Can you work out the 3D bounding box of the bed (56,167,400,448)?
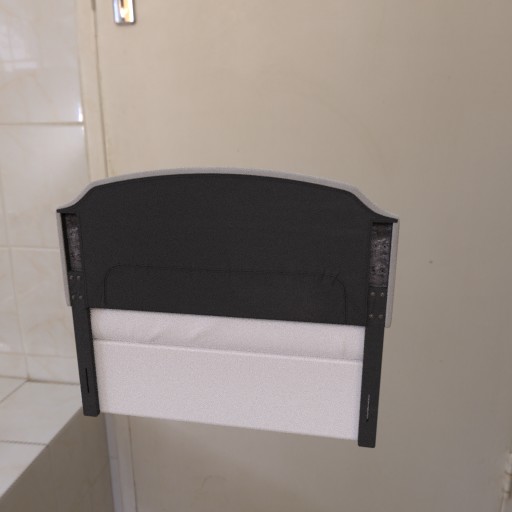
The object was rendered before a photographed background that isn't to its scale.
[{"bbox_3d":[0.000,0.000,2.959,1.558,1.270,1.999,3,15,10],"label":"bed"}]
